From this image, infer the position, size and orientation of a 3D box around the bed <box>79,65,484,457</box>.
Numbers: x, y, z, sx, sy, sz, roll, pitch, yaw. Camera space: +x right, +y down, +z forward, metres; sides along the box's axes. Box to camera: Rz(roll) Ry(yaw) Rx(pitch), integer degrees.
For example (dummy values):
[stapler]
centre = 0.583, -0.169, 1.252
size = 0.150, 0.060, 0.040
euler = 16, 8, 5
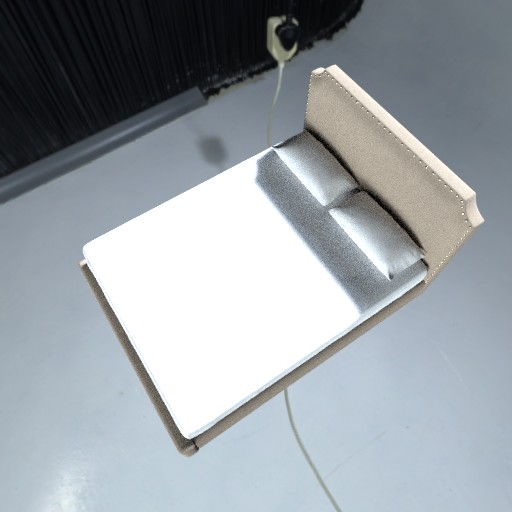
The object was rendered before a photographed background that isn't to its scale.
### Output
[bed]
centre = 0.000, 0.000, 3.316
size = 2.329, 1.415, 1.703
euler = -31, 67, -15
